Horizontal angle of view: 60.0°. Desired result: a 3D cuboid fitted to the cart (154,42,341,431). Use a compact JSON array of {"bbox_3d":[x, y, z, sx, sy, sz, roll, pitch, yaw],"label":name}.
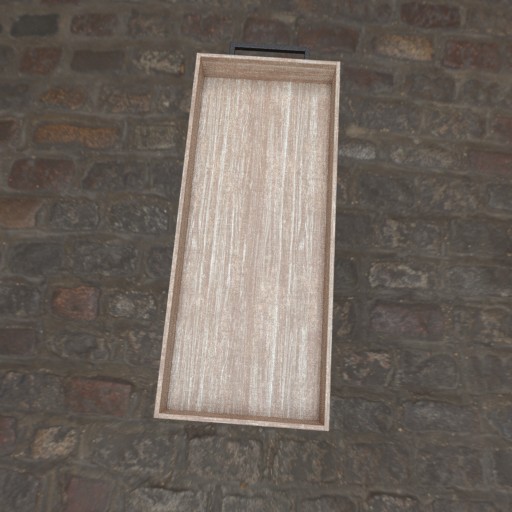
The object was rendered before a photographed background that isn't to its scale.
[{"bbox_3d":[0.000,0.000,1.499,0.500,0.787,1.101,4,76,1],"label":"cart"}]
